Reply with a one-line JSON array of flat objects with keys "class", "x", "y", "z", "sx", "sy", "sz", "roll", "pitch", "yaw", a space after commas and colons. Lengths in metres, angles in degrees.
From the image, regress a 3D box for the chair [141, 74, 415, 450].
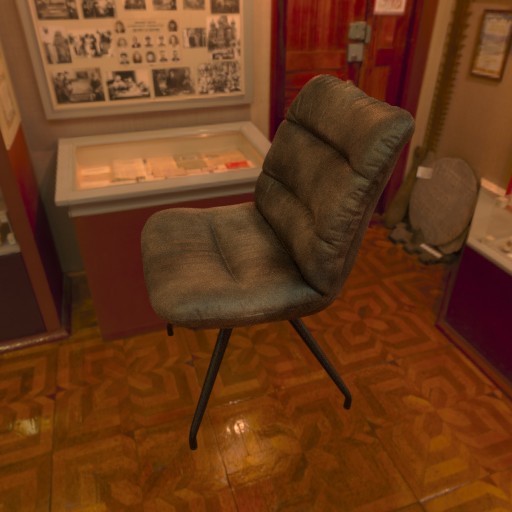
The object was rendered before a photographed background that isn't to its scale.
[{"class": "chair", "x": 0.000, "y": 0.000, "z": 1.251, "sx": 0.622, "sy": 0.870, "sz": 0.549, "roll": -9, "pitch": 33, "yaw": -14}]
